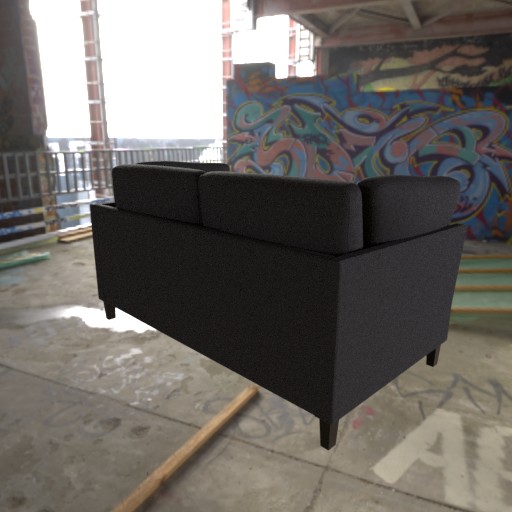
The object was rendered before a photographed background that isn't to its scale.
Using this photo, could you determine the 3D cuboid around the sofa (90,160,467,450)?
[{"bbox_3d":[0.000,0.000,2.300,0.969,0.920,1.751,-14,20,-43],"label":"sofa"}]
